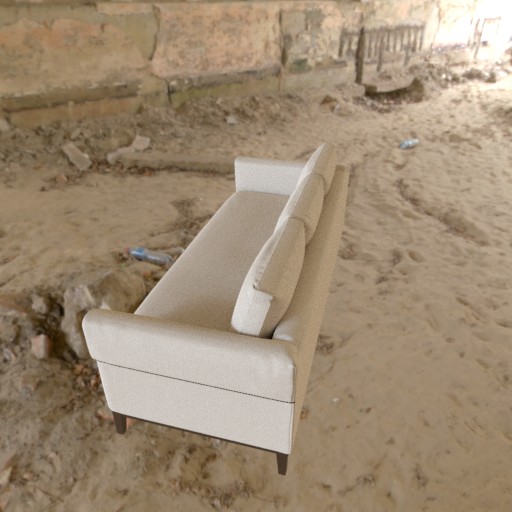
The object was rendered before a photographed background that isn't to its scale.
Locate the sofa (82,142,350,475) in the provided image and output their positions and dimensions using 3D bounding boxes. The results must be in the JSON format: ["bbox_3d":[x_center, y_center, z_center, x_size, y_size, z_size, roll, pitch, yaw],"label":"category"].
[{"bbox_3d":[0.000,0.000,2.707,0.902,0.911,2.198,8,32,13],"label":"sofa"}]
